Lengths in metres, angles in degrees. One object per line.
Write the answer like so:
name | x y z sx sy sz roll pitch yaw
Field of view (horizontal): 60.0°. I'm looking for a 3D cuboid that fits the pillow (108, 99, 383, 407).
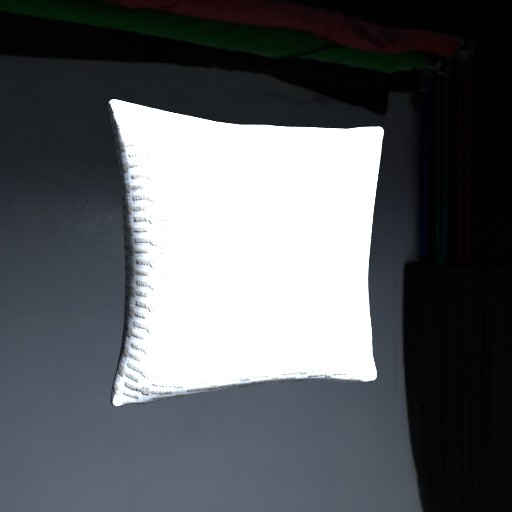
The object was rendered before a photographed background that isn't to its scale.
pillow | 0.000 0.000 0.786 0.496 0.491 0.219 0 1 -19
